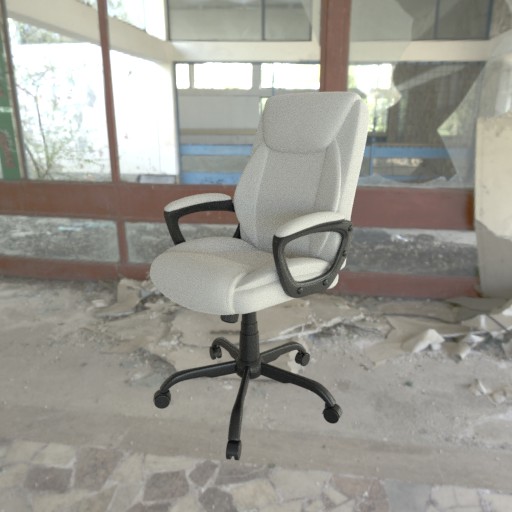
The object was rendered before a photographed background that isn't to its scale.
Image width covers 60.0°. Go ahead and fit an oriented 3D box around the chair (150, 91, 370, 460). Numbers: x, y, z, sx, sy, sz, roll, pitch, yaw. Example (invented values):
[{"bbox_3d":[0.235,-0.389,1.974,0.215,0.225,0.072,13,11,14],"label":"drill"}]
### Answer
[{"bbox_3d":[0.000,0.000,1.502,0.663,1.065,0.669,15,23,42],"label":"chair"}]
